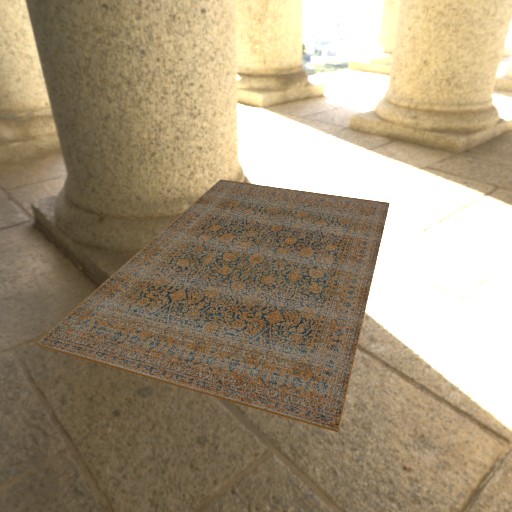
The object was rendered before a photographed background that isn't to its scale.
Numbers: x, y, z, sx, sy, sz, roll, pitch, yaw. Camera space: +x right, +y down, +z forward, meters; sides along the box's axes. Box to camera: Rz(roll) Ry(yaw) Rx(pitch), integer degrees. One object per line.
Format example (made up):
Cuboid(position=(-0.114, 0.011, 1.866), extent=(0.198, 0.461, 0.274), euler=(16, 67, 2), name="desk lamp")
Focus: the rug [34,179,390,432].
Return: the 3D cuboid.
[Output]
Cuboid(position=(0.000, 0.000, 2.938), extent=(1.525, 0.007, 2.336), euler=(10, 33, 17), name="rug")
